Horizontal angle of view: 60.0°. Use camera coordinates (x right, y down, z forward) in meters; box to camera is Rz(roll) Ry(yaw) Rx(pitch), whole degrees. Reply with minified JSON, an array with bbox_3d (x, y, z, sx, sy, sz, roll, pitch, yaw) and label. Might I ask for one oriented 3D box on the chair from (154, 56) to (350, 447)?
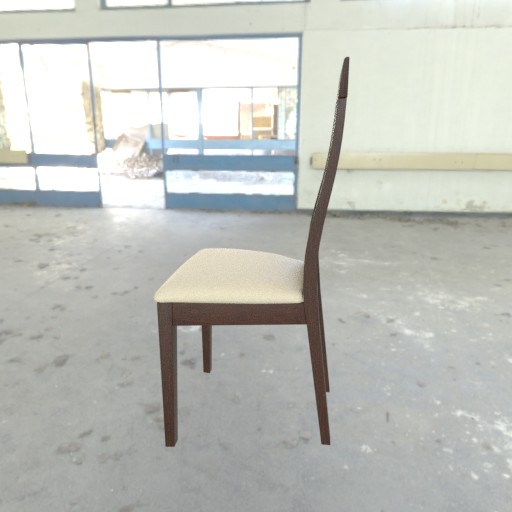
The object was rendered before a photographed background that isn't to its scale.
[{"bbox_3d":[0.000,0.000,1.302,0.474,1.027,0.460,2,16,8],"label":"chair"}]
